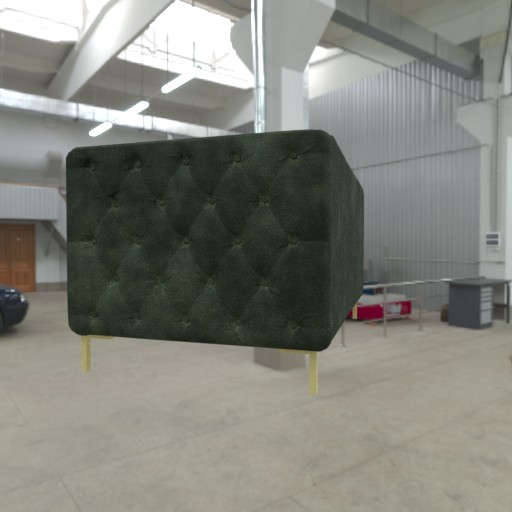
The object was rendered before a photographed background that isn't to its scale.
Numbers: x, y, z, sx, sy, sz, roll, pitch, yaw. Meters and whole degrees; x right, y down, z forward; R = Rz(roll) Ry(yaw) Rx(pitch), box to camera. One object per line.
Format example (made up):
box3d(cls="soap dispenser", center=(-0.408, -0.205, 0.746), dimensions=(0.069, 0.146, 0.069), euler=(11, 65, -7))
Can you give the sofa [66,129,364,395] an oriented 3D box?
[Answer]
box3d(cls="sofa", center=(0.000, 0.000, 2.067), dimensions=(0.895, 0.768, 1.537), euler=(0, 2, 17))
